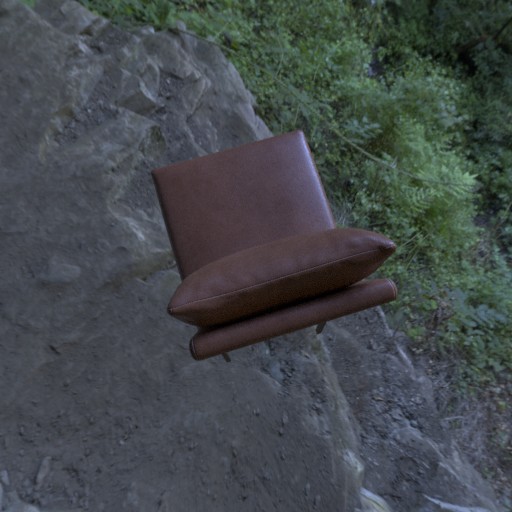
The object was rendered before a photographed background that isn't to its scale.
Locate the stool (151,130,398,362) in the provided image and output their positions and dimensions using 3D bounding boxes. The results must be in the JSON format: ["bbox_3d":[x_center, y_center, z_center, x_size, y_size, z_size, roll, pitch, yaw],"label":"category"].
[{"bbox_3d":[0.000,0.000,1.396,0.463,1.124,0.571,-16,76,-4],"label":"stool"}]
